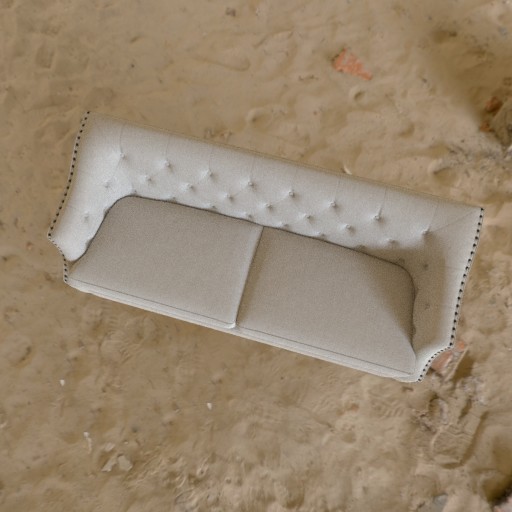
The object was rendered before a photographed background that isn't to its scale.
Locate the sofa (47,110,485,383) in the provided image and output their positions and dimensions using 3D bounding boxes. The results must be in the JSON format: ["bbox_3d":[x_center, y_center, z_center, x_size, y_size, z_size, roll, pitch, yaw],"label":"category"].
[{"bbox_3d":[0.000,0.000,2.643,2.235,0.901,0.914,15,73,5],"label":"sofa"}]
